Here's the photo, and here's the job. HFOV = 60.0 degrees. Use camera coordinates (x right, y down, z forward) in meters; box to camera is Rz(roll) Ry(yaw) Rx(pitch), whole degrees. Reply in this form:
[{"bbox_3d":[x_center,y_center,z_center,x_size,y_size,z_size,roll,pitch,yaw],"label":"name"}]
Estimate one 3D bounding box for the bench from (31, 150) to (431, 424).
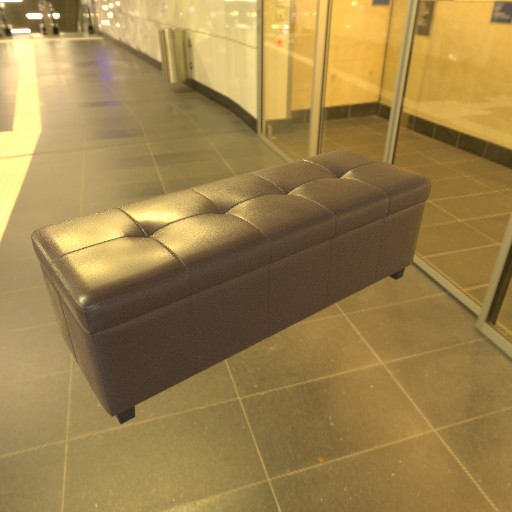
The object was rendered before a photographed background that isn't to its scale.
[{"bbox_3d":[0.000,0.000,1.453,1.219,0.417,0.450,-21,36,-31],"label":"bench"}]
